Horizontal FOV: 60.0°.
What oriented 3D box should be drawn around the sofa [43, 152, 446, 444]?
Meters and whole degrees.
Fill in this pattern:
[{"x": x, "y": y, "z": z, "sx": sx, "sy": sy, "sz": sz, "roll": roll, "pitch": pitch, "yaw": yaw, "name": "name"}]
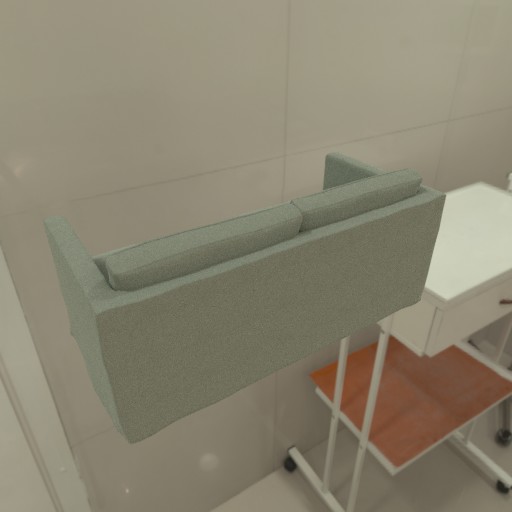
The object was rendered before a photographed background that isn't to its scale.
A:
[{"x": 0.000, "y": 0.000, "z": 2.485, "sx": 1.987, "sy": 0.870, "sz": 0.940, "roll": -19, "pitch": 36, "yaw": -28, "name": "sofa"}]
